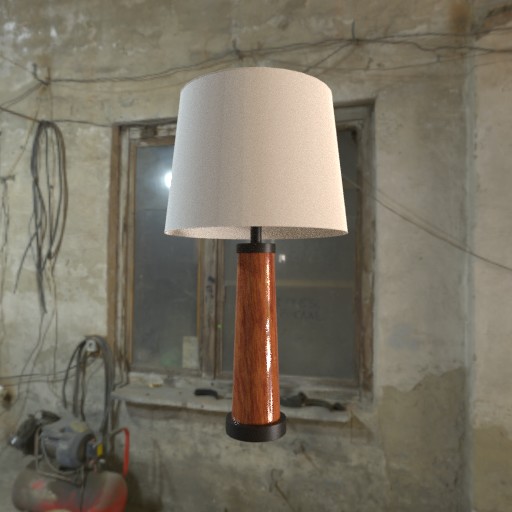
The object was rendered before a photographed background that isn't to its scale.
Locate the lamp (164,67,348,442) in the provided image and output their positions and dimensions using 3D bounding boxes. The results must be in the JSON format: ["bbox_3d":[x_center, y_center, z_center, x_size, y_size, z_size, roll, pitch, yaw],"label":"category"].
[{"bbox_3d":[0.000,0.000,0.853,0.349,0.667,0.349,0,-1,0],"label":"lamp"}]
